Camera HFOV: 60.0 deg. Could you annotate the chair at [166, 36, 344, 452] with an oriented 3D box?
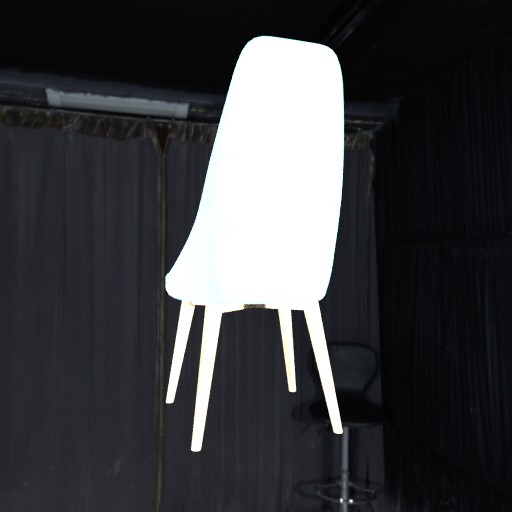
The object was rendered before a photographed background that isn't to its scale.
[{"bbox_3d":[0.000,0.000,1.373,0.510,1.040,0.660,0,-1,-17],"label":"chair"}]
